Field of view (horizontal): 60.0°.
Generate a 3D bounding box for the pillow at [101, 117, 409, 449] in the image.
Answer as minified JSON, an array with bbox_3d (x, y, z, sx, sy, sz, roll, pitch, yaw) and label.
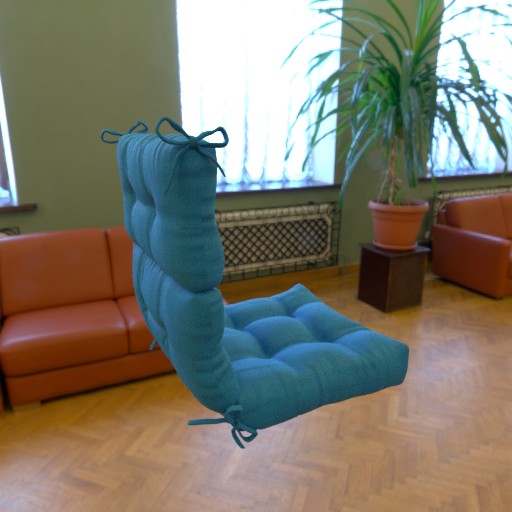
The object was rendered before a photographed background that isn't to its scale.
[{"bbox_3d":[0.000,0.000,1.029,0.571,0.605,0.519,-8,18,-26],"label":"pillow"}]
